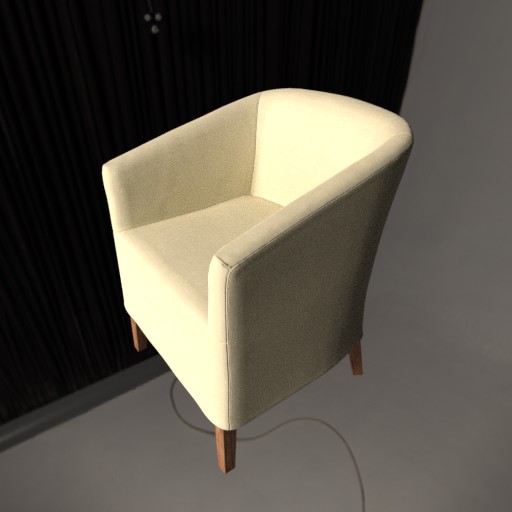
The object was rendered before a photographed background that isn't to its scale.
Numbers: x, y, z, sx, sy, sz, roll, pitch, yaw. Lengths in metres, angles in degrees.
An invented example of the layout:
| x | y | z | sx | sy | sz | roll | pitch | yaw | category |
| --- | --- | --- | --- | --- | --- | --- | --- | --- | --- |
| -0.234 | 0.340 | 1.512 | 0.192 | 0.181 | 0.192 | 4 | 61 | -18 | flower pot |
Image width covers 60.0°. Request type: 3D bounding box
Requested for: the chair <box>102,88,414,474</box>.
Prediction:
| x | y | z | sx | sy | sz | roll | pitch | yaw | category |
| --- | --- | --- | --- | --- | --- | --- | --- | --- | --- |
| 0.000 | 0.000 | 1.302 | 0.657 | 0.822 | 0.643 | -21 | 38 | -30 | chair |
